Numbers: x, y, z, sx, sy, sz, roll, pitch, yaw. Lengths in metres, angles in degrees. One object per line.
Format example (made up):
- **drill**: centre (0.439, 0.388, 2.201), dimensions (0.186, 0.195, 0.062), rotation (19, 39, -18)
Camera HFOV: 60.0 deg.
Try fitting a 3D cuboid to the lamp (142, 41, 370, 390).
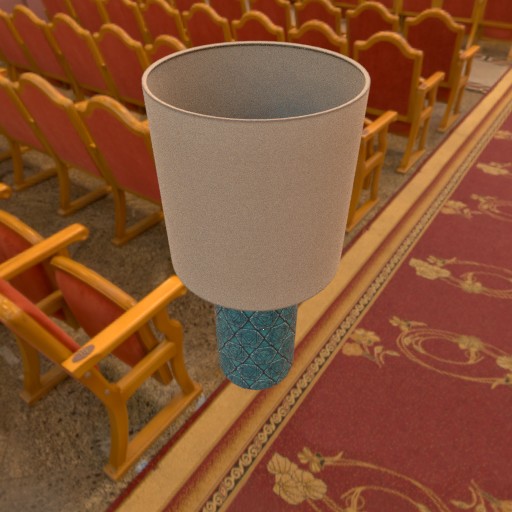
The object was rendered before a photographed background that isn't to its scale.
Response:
- **lamp**: centre (0.000, 0.000, 0.743), dimensions (0.278, 0.597, 0.278), rotation (25, 47, 26)
